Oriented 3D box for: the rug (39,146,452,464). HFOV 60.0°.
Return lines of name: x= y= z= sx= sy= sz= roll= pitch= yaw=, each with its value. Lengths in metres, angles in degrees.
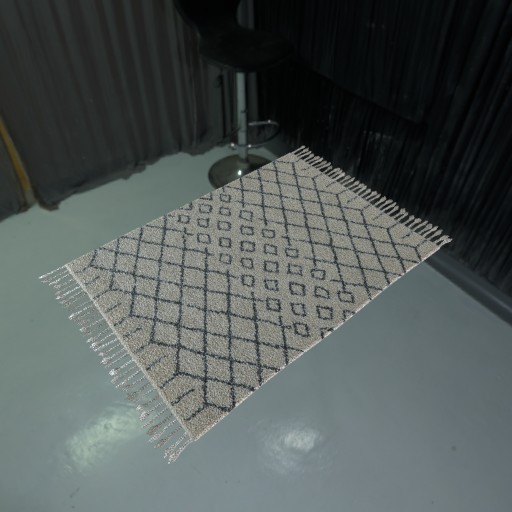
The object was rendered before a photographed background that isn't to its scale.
rug: x=0.000 y=0.000 z=3.252 sx=2.615 sy=0.029 sz=1.664 roll=-31 pitch=54 yaw=-26
